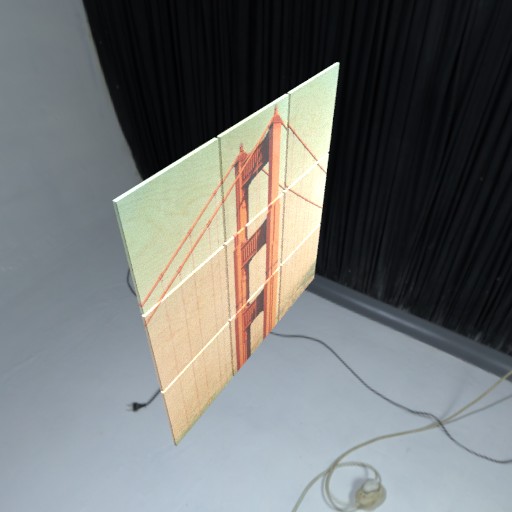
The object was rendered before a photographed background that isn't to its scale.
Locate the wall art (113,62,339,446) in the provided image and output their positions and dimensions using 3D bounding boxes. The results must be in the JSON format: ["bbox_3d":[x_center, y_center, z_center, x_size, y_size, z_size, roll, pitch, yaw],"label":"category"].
[{"bbox_3d":[0.000,0.000,1.832,0.013,1.219,1.214,24,46,25],"label":"wall art"}]
